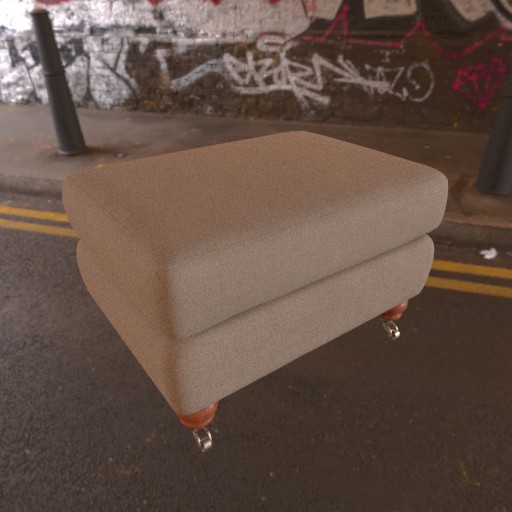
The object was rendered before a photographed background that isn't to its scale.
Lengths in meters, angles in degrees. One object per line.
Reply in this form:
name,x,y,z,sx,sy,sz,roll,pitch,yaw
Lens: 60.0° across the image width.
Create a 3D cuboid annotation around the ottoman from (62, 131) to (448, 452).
ottoman,0.000,0.000,1.140,0.773,0.504,0.569,-19,34,-31
